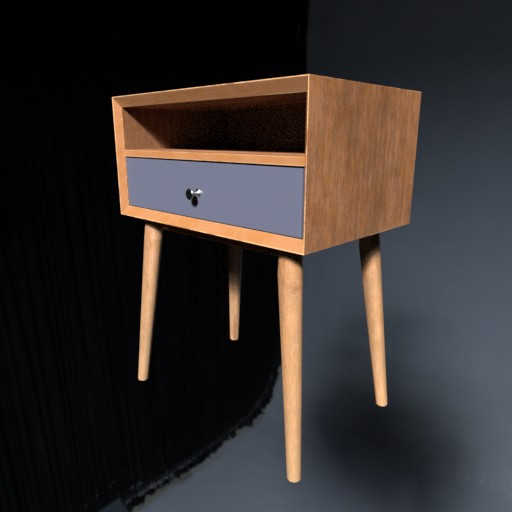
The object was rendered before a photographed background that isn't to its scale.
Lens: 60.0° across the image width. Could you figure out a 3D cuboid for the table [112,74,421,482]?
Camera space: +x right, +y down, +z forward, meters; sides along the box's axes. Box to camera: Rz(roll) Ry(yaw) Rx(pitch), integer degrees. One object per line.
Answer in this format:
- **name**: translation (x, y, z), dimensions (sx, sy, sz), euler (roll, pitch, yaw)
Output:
- **table**: translation (0.000, 0.000, 0.844), dimensions (0.454, 0.580, 0.307), euler (14, 21, 42)
